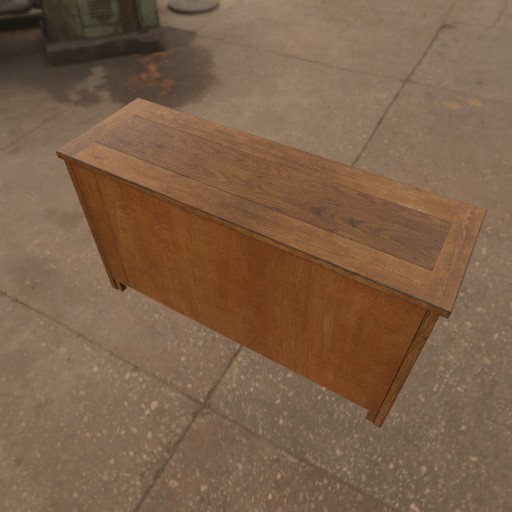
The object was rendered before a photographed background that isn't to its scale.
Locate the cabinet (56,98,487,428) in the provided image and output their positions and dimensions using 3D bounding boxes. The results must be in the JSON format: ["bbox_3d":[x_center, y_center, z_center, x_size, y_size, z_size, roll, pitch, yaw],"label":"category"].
[{"bbox_3d":[0.000,0.000,1.860,1.474,0.813,0.480,23,51,20],"label":"cabinet"}]
